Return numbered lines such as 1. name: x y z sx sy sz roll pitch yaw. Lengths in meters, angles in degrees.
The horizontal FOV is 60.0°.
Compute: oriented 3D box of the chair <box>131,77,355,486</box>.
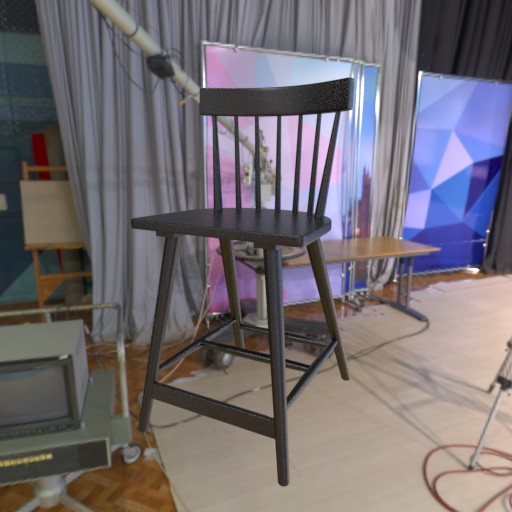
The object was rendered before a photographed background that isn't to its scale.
1. chair: 0.000 0.000 1.275 0.483 0.952 0.572 7 16 27
